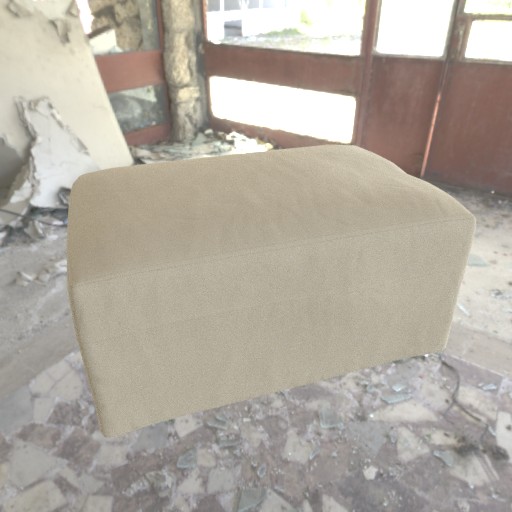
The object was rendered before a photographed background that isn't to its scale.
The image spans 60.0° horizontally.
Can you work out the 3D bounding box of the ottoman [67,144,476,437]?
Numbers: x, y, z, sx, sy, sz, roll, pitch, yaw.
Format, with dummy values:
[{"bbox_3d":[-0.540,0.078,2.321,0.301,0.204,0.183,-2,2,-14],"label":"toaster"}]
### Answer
[{"bbox_3d":[0.000,0.000,1.148,0.872,0.444,0.590,-10,32,-16],"label":"ottoman"}]
